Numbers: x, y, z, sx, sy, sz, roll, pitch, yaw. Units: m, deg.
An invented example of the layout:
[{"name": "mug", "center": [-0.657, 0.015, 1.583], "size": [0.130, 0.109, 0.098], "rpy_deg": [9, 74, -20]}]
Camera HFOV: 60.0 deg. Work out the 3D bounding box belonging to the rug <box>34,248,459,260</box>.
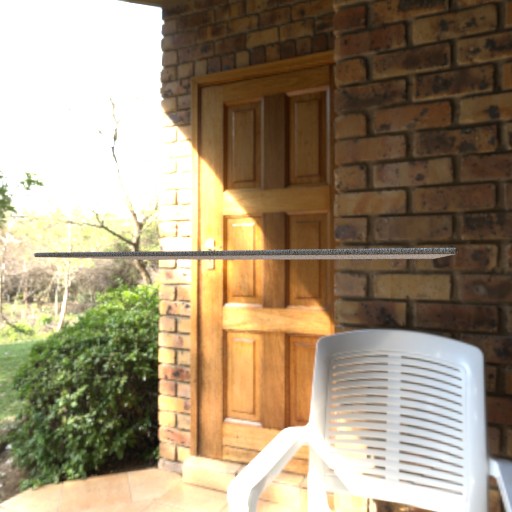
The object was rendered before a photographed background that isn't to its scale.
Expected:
[{"name": "rug", "center": [0.000, 0.000, 3.112], "size": [2.438, 0.030, 1.524], "rpy_deg": [0, -1, 18]}]
